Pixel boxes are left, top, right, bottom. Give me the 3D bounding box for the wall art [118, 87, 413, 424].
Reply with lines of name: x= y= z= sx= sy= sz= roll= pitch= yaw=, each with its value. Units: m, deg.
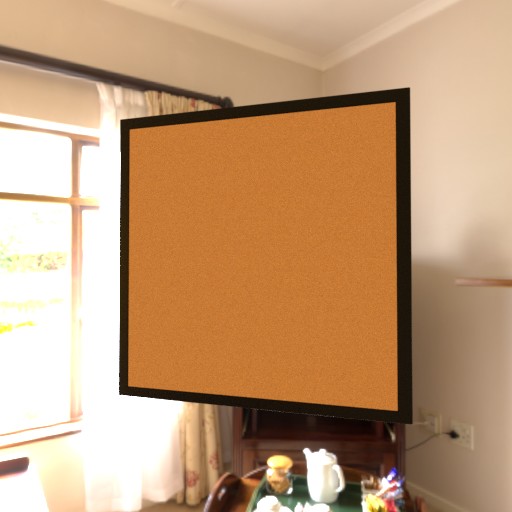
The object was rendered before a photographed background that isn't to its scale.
wall art: x=0.000 y=0.000 z=0.454 sx=0.299 sy=0.299 sz=0.037 roll=0 pitch=-1 yaw=17
